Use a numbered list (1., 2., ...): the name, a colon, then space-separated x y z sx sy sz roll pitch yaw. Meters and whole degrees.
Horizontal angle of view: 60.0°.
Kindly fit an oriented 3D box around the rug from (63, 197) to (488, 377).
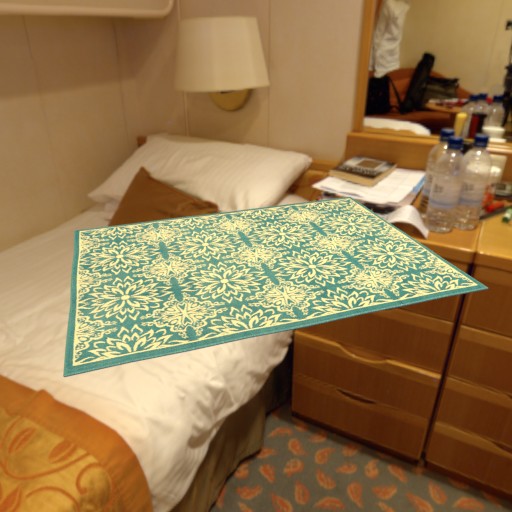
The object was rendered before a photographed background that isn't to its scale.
1. rug: 0.000 0.000 2.803 2.205 0.012 1.554 -9 29 -16
